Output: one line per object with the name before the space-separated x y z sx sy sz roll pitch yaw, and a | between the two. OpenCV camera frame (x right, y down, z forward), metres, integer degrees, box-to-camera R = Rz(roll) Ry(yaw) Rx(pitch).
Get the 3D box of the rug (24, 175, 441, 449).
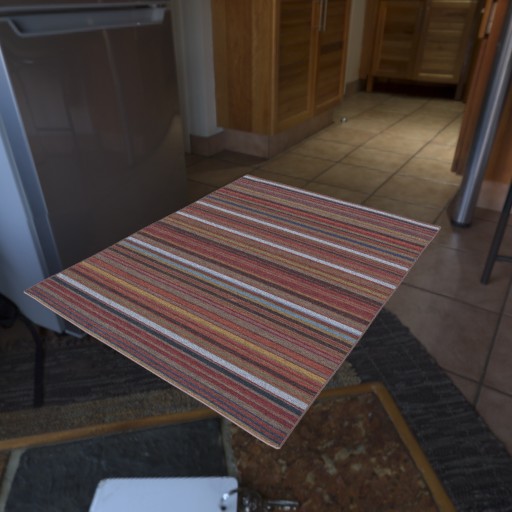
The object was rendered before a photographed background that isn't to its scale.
rug | 0.000 0.000 4.062 2.479 0.023 3.092 21 38 29
